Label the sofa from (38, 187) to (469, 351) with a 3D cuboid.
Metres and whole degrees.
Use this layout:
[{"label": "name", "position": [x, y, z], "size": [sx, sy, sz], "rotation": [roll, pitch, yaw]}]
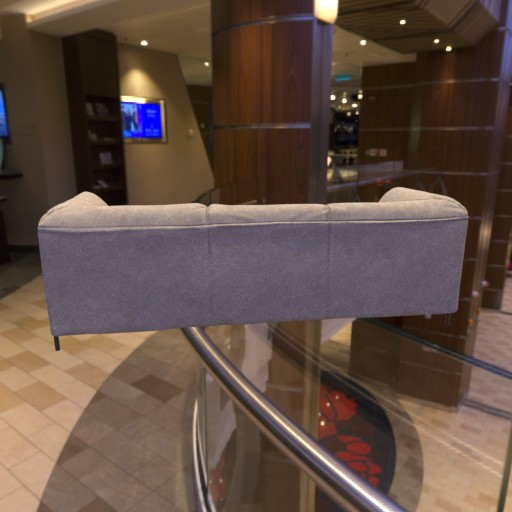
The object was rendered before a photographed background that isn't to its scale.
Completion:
[{"label": "sofa", "position": [0.000, 0.000, 2.702], "size": [2.238, 0.758, 0.899], "rotation": [-2, 15, -8]}]
